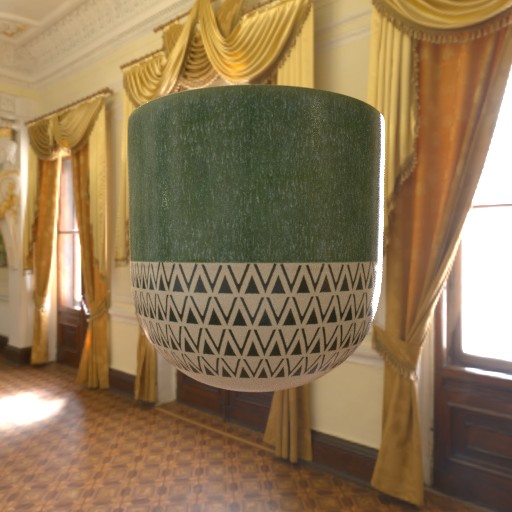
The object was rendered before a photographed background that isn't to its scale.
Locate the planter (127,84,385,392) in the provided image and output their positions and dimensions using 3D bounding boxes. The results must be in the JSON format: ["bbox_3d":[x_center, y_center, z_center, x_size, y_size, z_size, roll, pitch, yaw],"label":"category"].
[{"bbox_3d":[0.000,0.000,0.478,0.266,0.270,0.266,0,0,0],"label":"planter"}]
